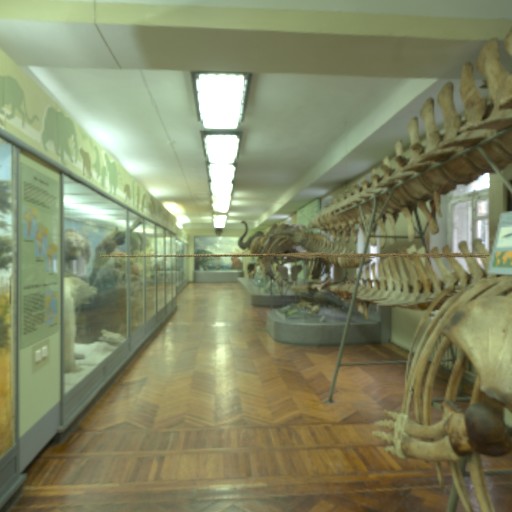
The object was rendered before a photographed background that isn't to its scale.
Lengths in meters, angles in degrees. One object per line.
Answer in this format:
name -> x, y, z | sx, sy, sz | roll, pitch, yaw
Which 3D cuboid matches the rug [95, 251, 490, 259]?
rug -> 0.000, 0.000, 2.522 | 1.224, 0.027, 2.085 | 0, 0, -35
